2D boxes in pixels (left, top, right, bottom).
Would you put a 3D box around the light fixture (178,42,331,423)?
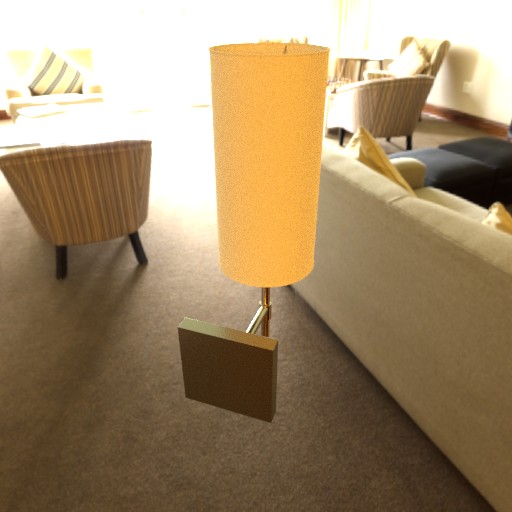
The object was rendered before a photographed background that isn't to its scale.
[{"bbox_3d":[0.000,0.000,0.549,0.128,0.462,0.208,10,32,17],"label":"light fixture"}]
